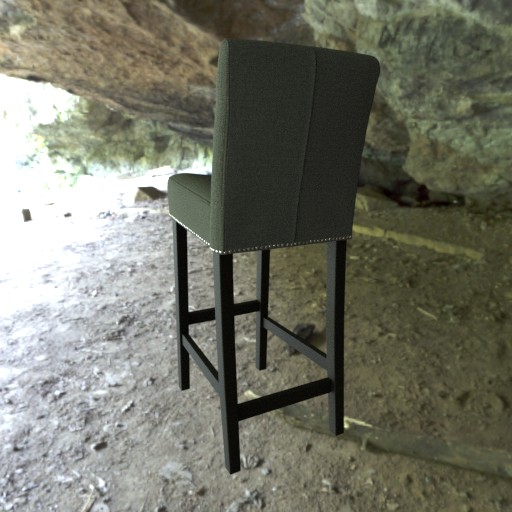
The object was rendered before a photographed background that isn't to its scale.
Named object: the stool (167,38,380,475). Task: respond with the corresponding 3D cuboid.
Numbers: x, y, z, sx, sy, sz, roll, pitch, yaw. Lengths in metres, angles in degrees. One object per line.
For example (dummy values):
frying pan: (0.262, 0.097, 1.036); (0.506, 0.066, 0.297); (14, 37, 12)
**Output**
stool: (0.000, 0.000, 1.296); (0.411, 1.047, 0.548); (-7, 16, -27)
